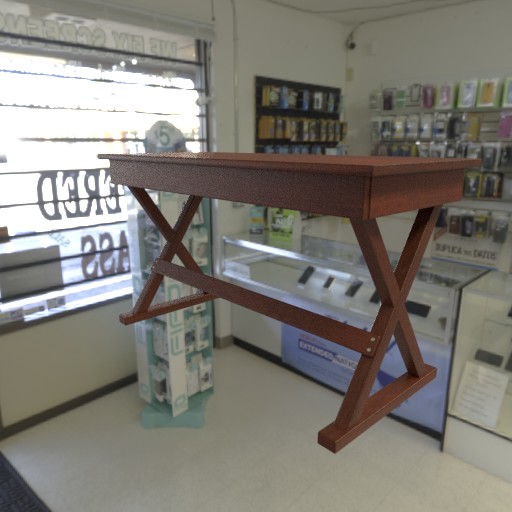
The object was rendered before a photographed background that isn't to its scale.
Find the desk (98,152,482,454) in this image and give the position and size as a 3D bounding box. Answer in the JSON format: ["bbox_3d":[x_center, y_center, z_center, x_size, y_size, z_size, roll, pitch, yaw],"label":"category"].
[{"bbox_3d":[0.000,0.000,1.727,0.600,0.761,1.372,-13,19,-41],"label":"desk"}]
